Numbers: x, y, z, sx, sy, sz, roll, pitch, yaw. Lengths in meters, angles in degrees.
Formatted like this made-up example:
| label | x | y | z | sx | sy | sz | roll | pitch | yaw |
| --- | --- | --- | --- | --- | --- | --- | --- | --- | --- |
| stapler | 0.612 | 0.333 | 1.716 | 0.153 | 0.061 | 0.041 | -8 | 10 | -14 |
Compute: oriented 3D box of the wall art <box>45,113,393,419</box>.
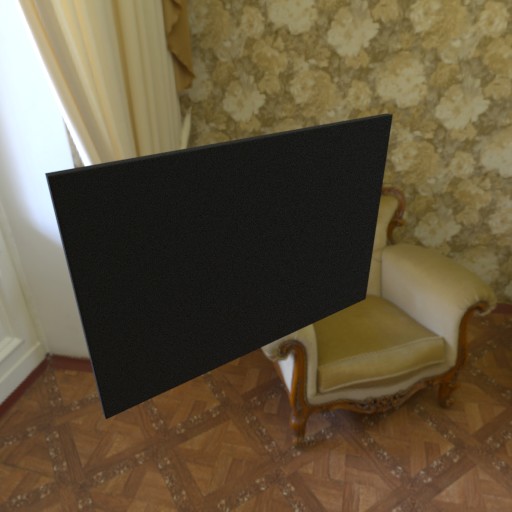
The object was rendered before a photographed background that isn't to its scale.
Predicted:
| label | x | y | z | sx | sy | sz | roll | pitch | yaw |
| --- | --- | --- | --- | --- | --- | --- | --- | --- | --- |
| wall art | 0.000 | 0.000 | 1.239 | 0.964 | 0.659 | 0.049 | -18 | 34 | -28 |
